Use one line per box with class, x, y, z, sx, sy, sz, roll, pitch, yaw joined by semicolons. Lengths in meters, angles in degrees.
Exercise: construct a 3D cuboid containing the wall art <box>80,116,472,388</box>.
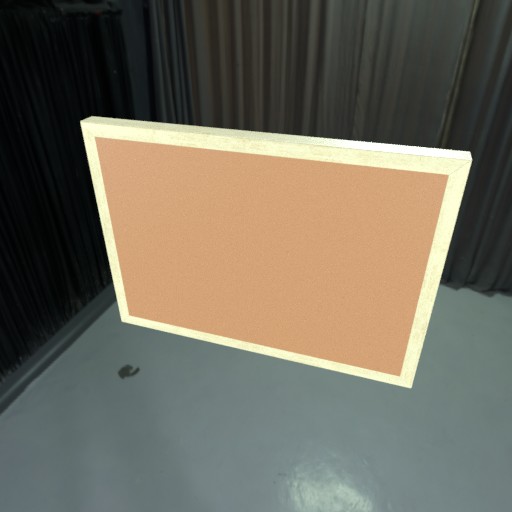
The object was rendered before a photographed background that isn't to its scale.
wall art;0.000;0.000;0.692;0.533;0.381;0.032;10;33;15
